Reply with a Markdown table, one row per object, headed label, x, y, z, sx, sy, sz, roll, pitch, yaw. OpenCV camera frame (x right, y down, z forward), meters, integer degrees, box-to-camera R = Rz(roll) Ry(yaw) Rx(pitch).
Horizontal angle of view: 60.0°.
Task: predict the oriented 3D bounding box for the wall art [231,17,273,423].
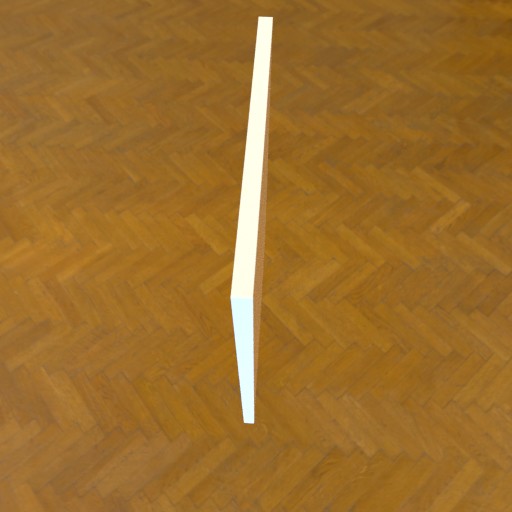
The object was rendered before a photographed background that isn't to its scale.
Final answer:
| label | x | y | z | sx | sy | sz | roll | pitch | yaw |
| --- | --- | --- | --- | --- | --- | --- | --- | --- | --- |
| wall art | 0.000 | 0.000 | 1.377 | 0.039 | 1.050 | 0.795 | 3 | 59 | 2 |
